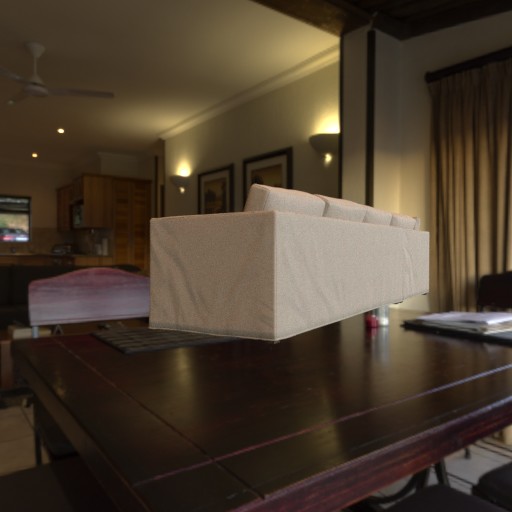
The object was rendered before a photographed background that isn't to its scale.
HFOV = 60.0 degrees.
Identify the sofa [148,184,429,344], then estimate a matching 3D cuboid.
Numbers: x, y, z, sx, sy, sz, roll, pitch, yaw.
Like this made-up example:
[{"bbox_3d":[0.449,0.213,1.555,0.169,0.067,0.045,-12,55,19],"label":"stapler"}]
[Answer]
[{"bbox_3d":[0.000,0.000,4.204,2.432,0.871,3.182,1,1,35],"label":"sofa"}]
